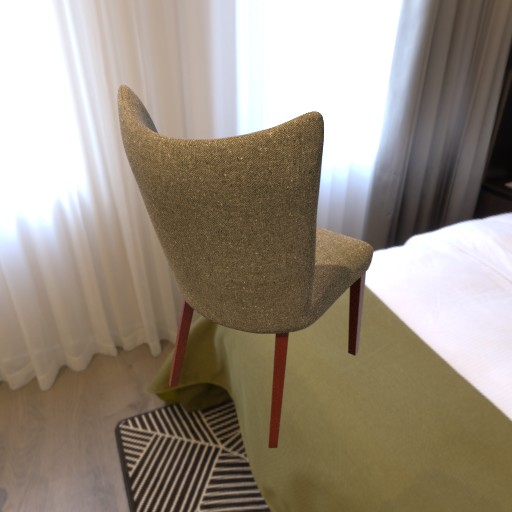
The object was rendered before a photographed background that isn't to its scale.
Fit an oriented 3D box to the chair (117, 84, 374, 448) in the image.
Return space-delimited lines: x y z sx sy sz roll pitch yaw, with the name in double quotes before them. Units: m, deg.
"chair" 0.000 0.000 1.261 0.535 0.924 0.623 20 35 30
